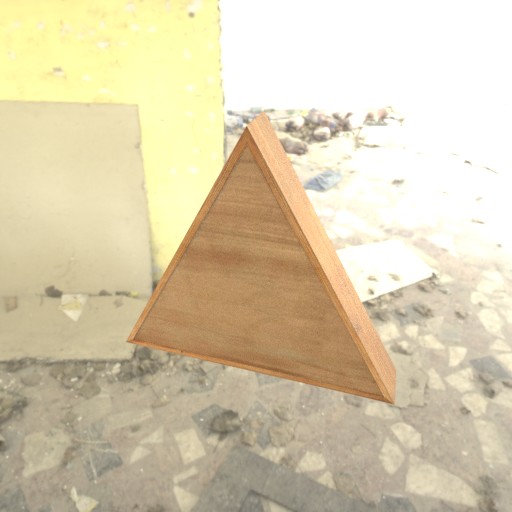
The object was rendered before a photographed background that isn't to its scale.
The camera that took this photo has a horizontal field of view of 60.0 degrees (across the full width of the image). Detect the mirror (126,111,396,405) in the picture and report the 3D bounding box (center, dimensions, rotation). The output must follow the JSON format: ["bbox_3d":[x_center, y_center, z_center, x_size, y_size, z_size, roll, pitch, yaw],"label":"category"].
[{"bbox_3d":[0.000,0.000,0.892,0.631,0.548,0.100,9,33,15],"label":"mirror"}]
